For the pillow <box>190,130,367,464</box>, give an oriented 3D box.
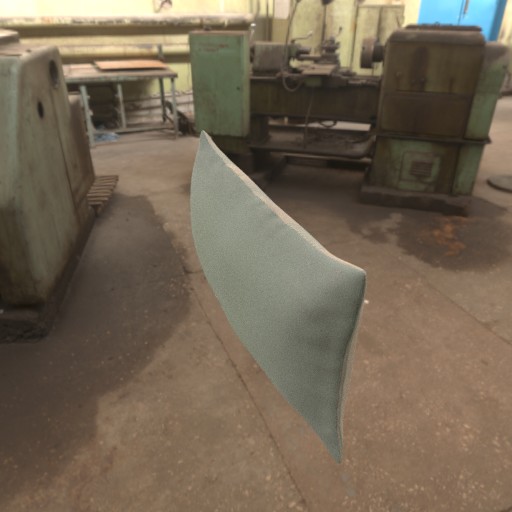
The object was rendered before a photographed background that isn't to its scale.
[{"bbox_3d":[0.000,0.000,0.740,0.151,0.287,0.610,-11,31,-18],"label":"pillow"}]
